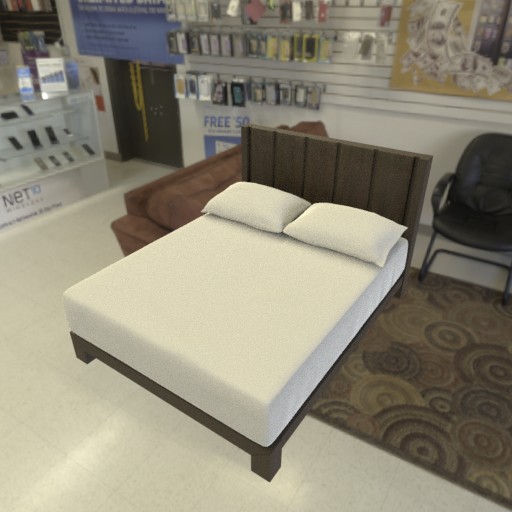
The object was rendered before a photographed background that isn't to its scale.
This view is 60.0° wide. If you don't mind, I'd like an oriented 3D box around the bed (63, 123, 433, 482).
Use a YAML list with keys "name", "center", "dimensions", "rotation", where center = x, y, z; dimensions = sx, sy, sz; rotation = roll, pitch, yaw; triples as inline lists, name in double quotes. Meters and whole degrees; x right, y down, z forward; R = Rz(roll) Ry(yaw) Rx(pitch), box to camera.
- name: "bed"
  center: [0.000, 0.000, 3.326]
  dimensions: [1.727, 1.270, 2.242]
  rotation: [19, 36, 29]
